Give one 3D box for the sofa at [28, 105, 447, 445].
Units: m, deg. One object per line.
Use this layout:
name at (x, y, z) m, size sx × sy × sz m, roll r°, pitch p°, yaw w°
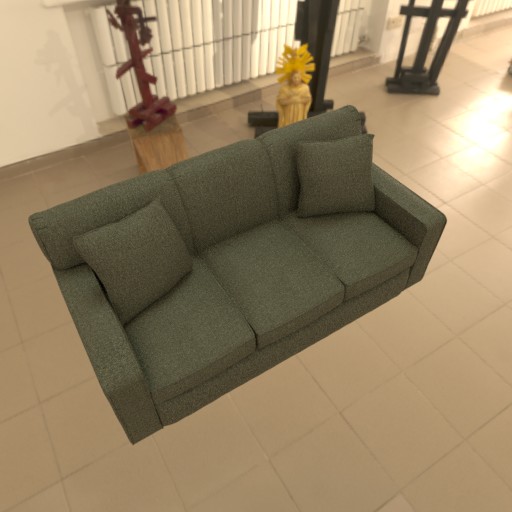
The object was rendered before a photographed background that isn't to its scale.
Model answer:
sofa at (0.000, 0.000, 2.524) m, size 2.024 × 0.958 × 0.997 m, roll -25°, pitch 51°, yaw -21°
